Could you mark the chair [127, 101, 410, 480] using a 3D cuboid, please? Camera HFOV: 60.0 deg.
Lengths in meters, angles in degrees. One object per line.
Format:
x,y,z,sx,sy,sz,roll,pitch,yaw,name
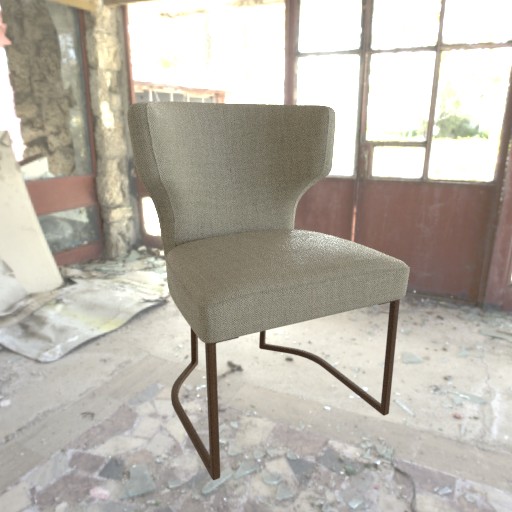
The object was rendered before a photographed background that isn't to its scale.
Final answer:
0.000,0.000,1.232,0.611,0.824,0.617,-8,19,-26,chair
